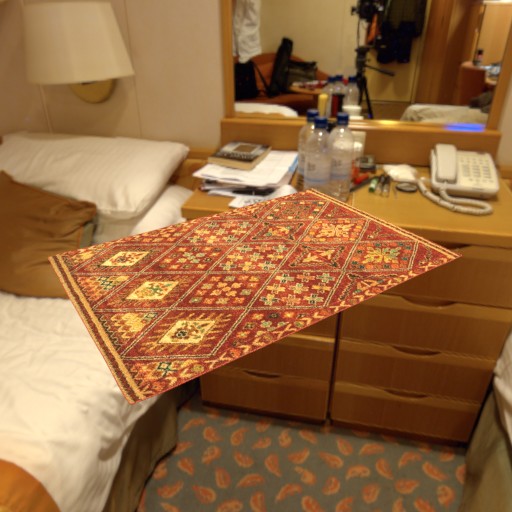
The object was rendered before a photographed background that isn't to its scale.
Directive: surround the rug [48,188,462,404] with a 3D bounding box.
[{"bbox_3d":[0.000,0.000,2.922,2.286,0.026,1.521,-18,34,-30],"label":"rug"}]
